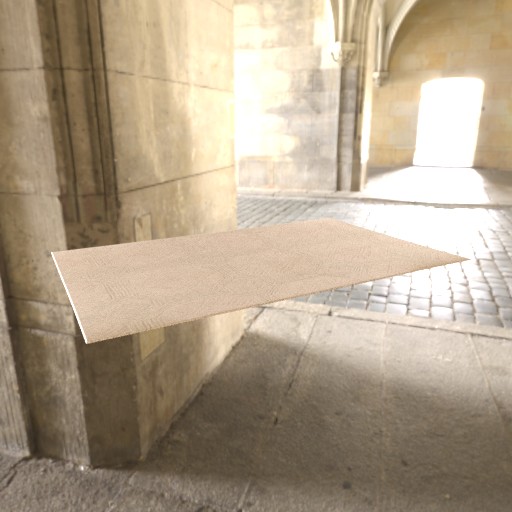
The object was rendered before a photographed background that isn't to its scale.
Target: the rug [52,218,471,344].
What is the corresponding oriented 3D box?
[{"bbox_3d":[0.000,0.000,3.034,2.440,0.008,1.524,-9,19,-27],"label":"rug"}]
